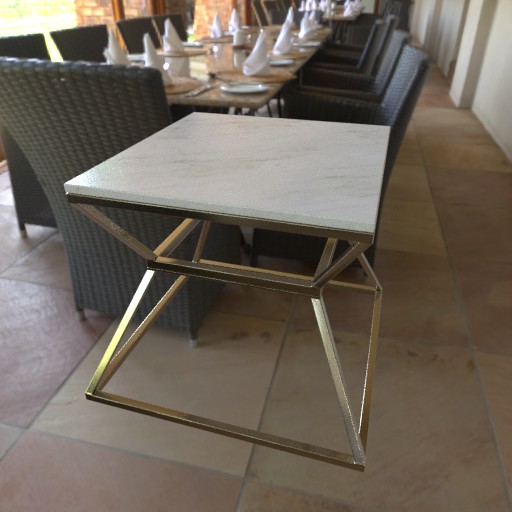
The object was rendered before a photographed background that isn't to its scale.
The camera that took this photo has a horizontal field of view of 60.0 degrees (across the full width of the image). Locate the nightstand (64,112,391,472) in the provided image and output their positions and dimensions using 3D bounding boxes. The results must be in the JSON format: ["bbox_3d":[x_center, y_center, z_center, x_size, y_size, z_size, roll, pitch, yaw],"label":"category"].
[{"bbox_3d":[0.000,0.000,0.874,0.514,0.426,0.513,9,32,14],"label":"nightstand"}]
